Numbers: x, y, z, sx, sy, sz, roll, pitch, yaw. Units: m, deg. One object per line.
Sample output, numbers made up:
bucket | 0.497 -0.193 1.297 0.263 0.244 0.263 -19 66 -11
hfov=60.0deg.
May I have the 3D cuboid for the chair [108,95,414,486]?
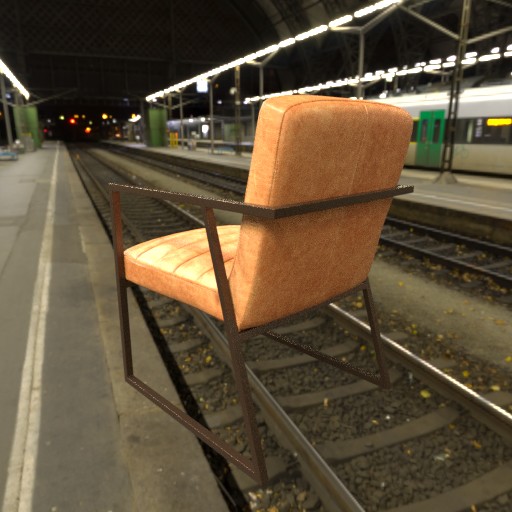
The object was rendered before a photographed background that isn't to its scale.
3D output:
chair | 0.000 0.000 1.278 0.571 0.832 0.677 -15 21 -42
